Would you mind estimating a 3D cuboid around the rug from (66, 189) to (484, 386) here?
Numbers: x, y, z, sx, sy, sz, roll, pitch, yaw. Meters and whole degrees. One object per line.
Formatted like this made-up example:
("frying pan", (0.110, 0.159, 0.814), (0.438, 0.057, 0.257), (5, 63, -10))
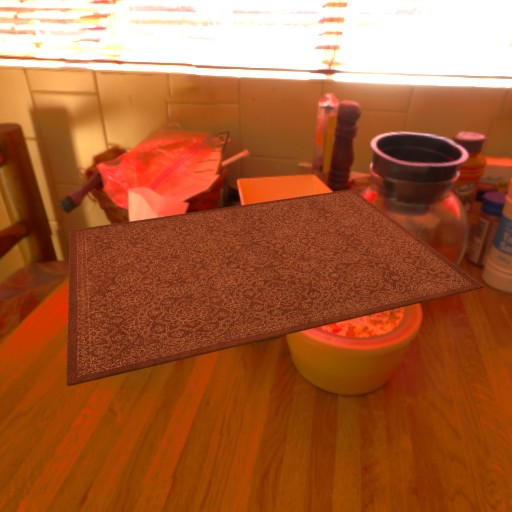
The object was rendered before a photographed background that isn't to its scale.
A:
("rug", (0.000, 0.000, 2.298), (1.829, 0.010, 1.219), (-10, 33, -16))
